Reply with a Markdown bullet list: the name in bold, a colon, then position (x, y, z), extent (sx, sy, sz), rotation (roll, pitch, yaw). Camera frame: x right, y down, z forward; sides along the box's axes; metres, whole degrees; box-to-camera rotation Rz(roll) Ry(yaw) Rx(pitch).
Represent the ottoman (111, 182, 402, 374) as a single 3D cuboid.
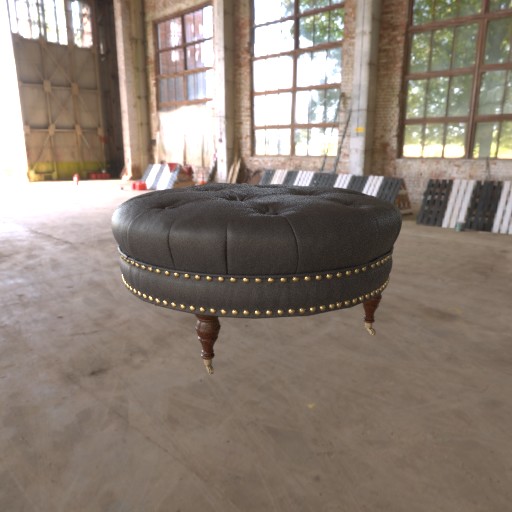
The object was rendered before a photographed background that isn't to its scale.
- **ottoman**: position (0.000, 0.000, 1.453), extent (0.901, 0.439, 0.901), rotation (0, 14, 0)
